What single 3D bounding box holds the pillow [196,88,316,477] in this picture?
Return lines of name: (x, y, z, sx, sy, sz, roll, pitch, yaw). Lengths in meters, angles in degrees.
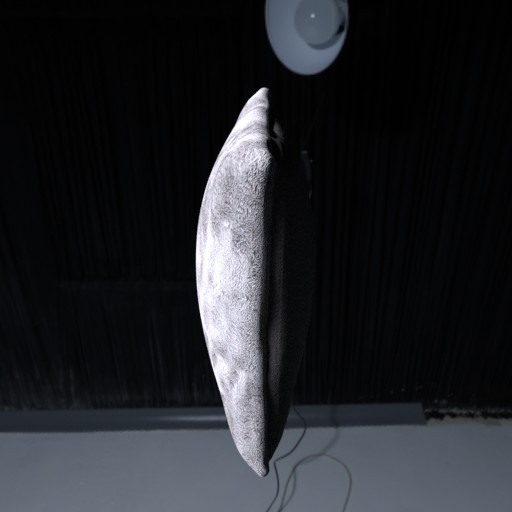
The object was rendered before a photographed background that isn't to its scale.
pillow: (0.000, 0.000, 0.799, 0.204, 0.520, 0.522, 0, 27, 1)
